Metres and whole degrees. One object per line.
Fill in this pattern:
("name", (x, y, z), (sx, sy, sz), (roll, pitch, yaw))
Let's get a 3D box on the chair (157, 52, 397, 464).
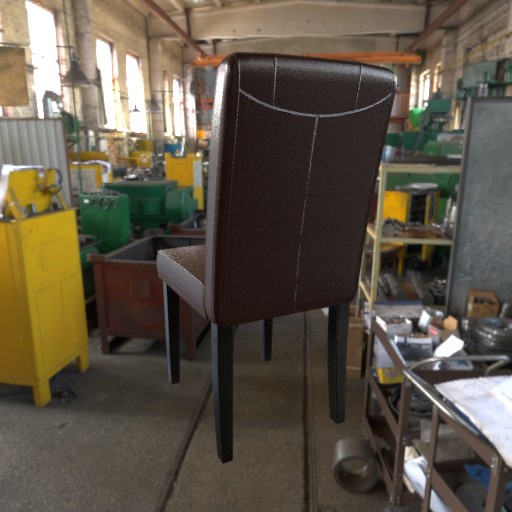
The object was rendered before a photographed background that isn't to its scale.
("chair", (0.000, 0.000, 1.179), (0.399, 0.897, 0.556), (-7, 15, -27))
